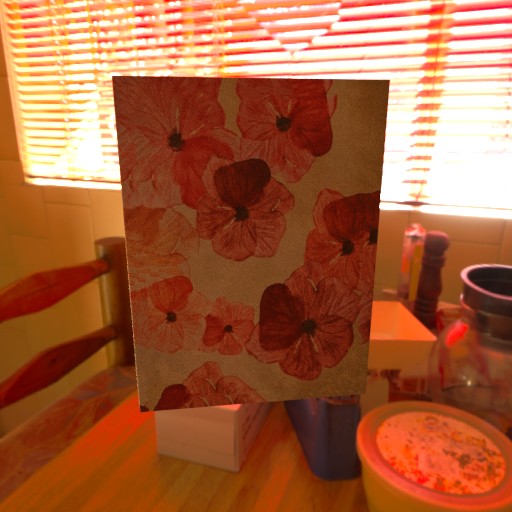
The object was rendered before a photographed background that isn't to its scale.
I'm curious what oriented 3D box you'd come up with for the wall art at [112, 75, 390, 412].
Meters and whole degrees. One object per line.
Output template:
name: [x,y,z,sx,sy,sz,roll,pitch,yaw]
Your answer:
wall art: [0.000,0.000,1.356,0.762,1.015,0.031,-2,16,-8]
